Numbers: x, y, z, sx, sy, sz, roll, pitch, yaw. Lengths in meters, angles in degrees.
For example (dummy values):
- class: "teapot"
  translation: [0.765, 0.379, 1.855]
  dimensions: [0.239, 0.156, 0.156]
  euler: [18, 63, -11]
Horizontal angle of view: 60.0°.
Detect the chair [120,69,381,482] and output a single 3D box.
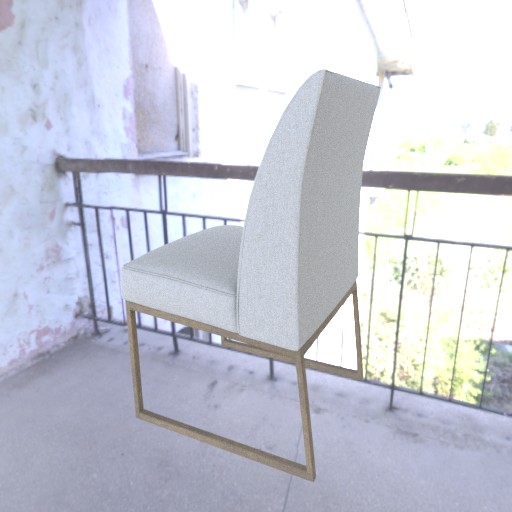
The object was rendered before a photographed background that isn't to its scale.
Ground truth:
- class: "chair"
  translation: [0.000, 0.000, 1.182]
  dimensions: [0.522, 0.863, 0.508]
  euler: [8, 19, 25]
